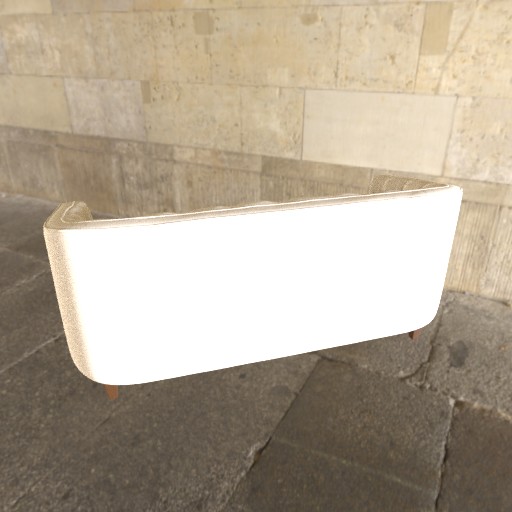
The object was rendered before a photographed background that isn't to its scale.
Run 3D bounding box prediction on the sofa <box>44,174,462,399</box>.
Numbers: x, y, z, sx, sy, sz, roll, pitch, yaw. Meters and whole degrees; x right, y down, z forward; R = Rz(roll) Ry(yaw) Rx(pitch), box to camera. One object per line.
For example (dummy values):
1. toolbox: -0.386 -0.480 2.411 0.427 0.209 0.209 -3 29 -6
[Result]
1. sofa: 0.000 0.000 2.144 1.733 0.855 0.941 -7 27 -15
